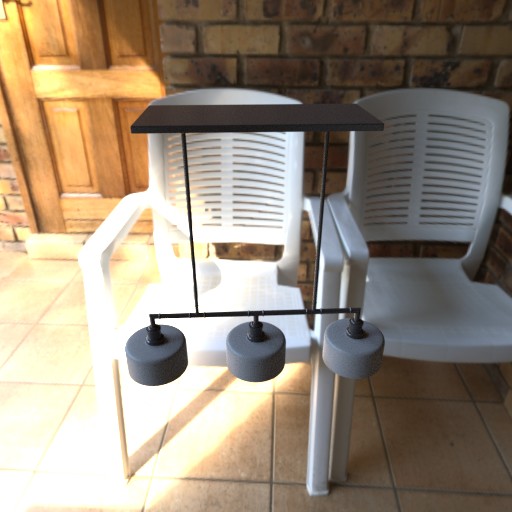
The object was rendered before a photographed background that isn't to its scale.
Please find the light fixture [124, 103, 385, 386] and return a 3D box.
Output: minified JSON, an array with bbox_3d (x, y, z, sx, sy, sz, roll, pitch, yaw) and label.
[{"bbox_3d":[0.000,0.000,0.894,0.582,0.557,0.177,-1,29,-3],"label":"light fixture"}]
